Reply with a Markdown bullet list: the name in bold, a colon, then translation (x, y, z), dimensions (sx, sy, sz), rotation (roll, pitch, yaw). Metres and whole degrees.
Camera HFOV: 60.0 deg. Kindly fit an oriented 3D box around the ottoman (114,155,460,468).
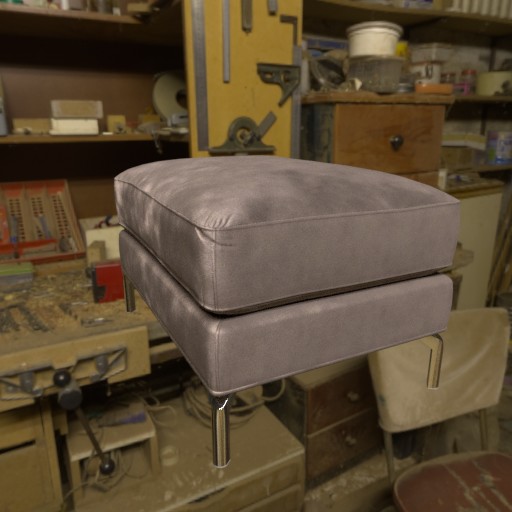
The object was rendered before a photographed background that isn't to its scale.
- **ottoman**: translation (0.000, 0.000, 1.053), dimensions (0.520, 0.456, 0.719), rotation (-8, 19, -26)
